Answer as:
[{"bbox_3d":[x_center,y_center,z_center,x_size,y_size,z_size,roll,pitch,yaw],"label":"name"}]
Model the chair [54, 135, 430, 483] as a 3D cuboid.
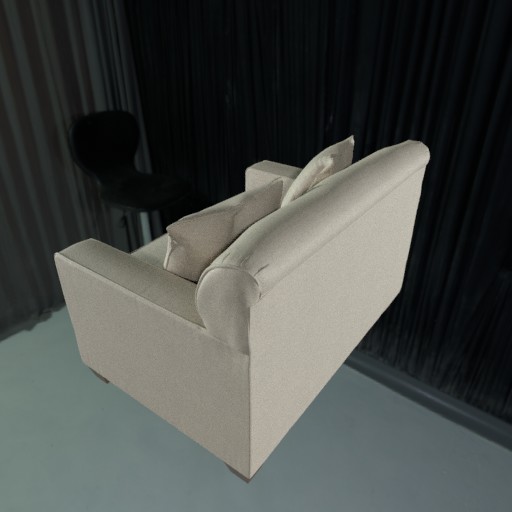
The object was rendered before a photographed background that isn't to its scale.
[{"bbox_3d":[0.000,0.000,2.003,1.000,0.948,1.383,21,36,31],"label":"chair"}]
